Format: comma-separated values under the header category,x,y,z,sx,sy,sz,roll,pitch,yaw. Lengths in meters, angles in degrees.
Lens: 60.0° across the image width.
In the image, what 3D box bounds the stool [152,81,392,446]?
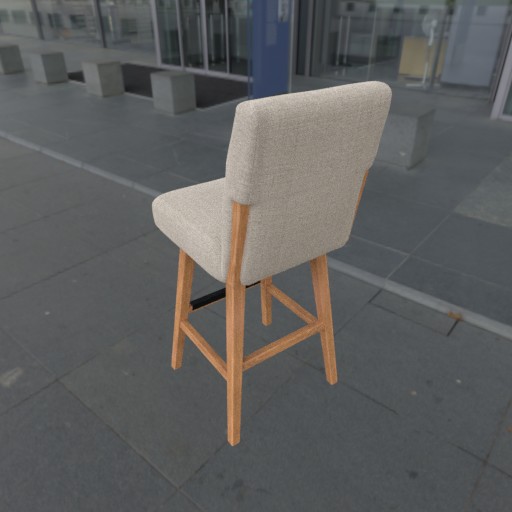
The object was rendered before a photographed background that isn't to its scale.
category,x,y,z,sx,sy,sz,roll,pitch,yaw
stool,0.000,0.000,1.436,0.483,1.106,0.569,-21,37,-30
